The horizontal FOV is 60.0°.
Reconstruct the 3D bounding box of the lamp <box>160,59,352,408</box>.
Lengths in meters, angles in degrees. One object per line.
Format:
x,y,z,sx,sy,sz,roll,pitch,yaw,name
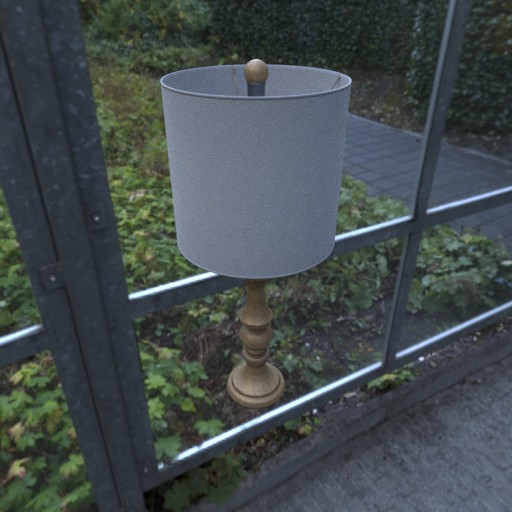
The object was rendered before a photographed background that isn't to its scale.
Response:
0.000,0.000,0.731,0.250,0.597,0.250,-9,32,-14,lamp
